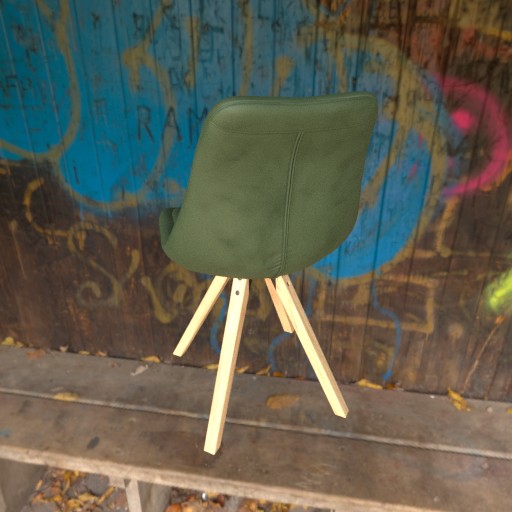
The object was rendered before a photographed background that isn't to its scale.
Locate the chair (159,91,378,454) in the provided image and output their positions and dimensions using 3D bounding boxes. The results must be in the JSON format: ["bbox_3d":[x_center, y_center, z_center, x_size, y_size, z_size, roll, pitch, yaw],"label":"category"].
[{"bbox_3d":[0.000,0.000,1.171,0.483,0.865,0.547,-9,28,-17],"label":"chair"}]
